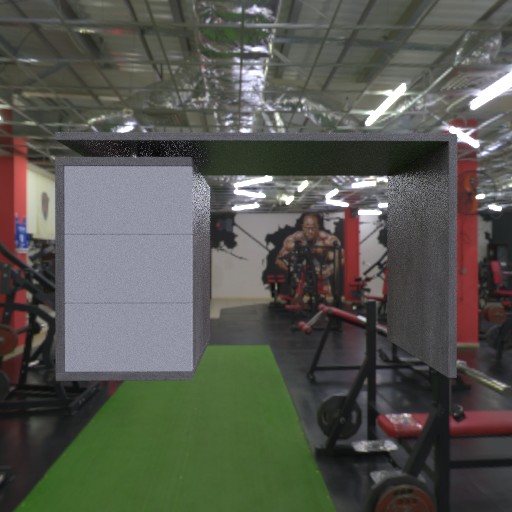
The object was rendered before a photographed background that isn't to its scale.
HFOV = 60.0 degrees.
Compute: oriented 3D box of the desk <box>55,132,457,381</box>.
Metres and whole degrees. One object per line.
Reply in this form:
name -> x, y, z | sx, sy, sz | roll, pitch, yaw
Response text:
desk -> 0.000, 0.000, 1.624 | 1.200, 0.740, 0.600 | 0, 0, -1
